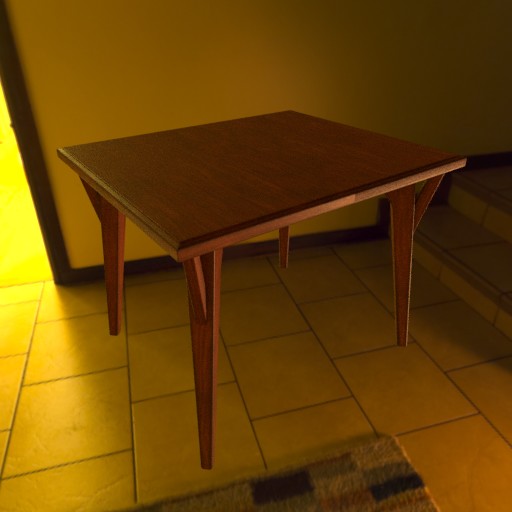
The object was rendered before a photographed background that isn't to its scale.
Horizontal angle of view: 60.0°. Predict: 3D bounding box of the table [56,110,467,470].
[{"bbox_3d":[0.000,0.000,1.583,0.991,0.761,0.838,-20,35,-31],"label":"table"}]
